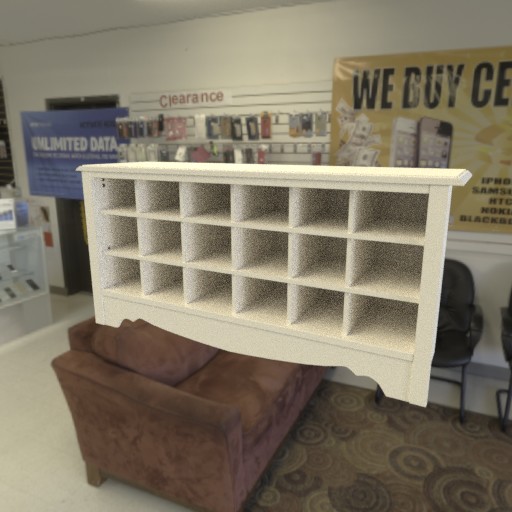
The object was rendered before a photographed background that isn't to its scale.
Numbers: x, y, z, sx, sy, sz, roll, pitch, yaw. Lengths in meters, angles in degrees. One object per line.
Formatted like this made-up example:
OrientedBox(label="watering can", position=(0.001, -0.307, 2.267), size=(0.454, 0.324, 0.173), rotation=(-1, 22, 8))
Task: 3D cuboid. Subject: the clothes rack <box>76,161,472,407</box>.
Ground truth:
OrientedBox(label="clothes rack", position=(0.000, 0.000, 1.348), size=(1.120, 0.531, 0.324), rotation=(7, 16, 27))
